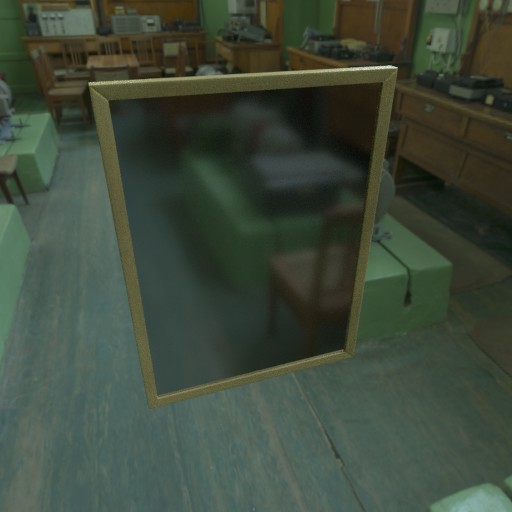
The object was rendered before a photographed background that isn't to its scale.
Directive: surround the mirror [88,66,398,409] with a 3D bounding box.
[{"bbox_3d":[0.000,0.000,1.322,0.762,1.016,0.040,-10,33,-16],"label":"mirror"}]
